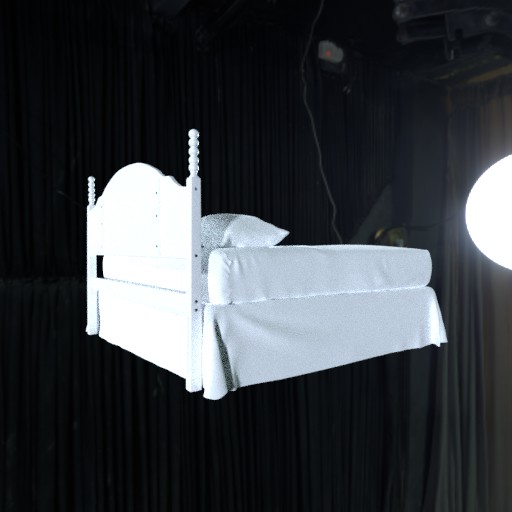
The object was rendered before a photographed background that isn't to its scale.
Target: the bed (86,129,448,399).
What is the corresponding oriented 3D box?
[{"bbox_3d":[0.000,0.000,3.681,2.219,1.355,2.322,-1,1,-36],"label":"bed"}]
